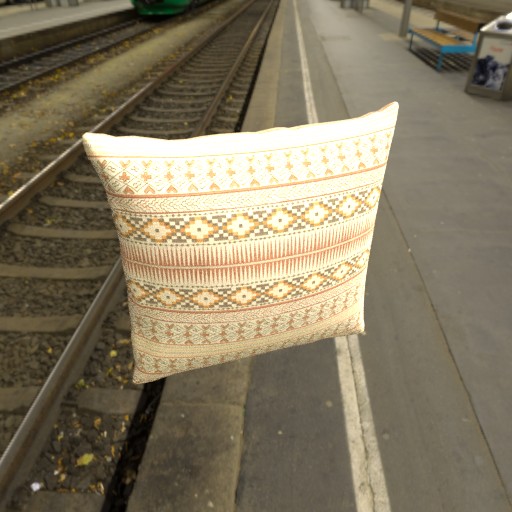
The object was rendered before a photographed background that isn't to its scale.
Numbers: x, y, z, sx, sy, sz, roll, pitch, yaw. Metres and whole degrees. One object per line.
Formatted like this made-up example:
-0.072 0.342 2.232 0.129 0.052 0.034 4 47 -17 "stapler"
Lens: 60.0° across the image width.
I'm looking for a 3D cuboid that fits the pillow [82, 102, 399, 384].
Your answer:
0.000 0.000 0.823 0.521 0.519 0.215 -10 34 -15 "pillow"
